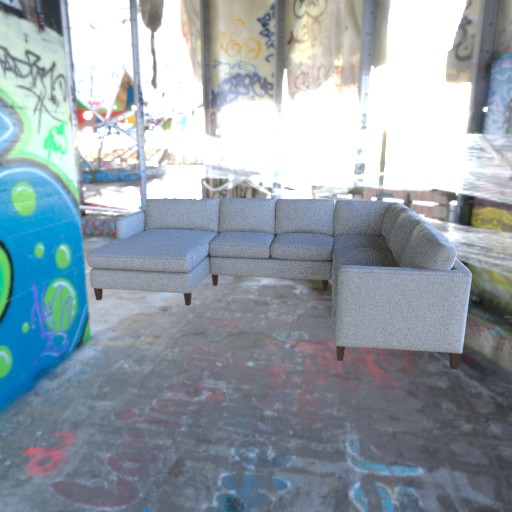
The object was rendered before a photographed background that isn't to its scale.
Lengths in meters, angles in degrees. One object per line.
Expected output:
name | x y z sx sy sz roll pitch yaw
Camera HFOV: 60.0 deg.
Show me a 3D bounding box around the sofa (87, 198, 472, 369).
sofa | 0.000 0.000 4.569 3.460 0.959 2.593 2 15 9
